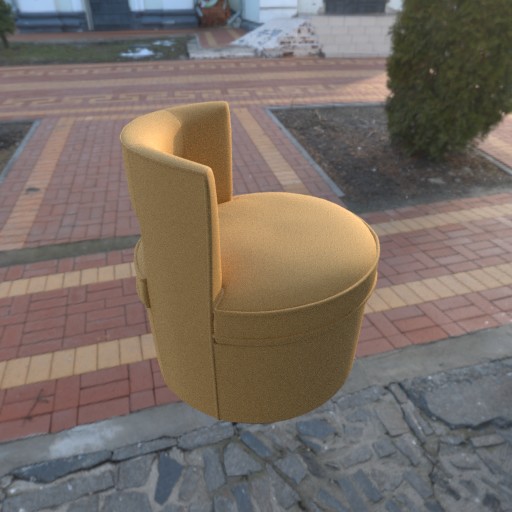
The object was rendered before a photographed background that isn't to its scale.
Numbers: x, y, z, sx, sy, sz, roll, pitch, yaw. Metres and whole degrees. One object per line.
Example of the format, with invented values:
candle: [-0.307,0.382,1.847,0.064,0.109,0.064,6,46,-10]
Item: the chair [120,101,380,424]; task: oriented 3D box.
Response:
chair: [0.000,0.000,1.234,0.665,0.723,0.650,0,31,0]
